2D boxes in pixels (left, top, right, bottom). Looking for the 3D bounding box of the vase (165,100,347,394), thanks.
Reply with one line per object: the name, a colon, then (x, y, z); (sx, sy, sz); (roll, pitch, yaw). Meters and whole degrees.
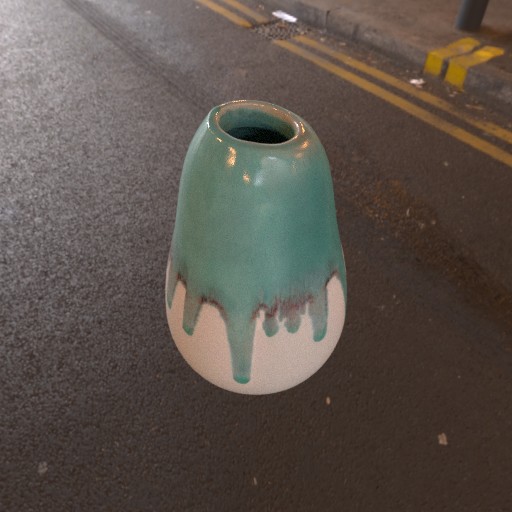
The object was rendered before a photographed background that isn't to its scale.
vase: (0.000, 0.000, 0.261); (0.116, 0.179, 0.116); (0, 46, 0)
